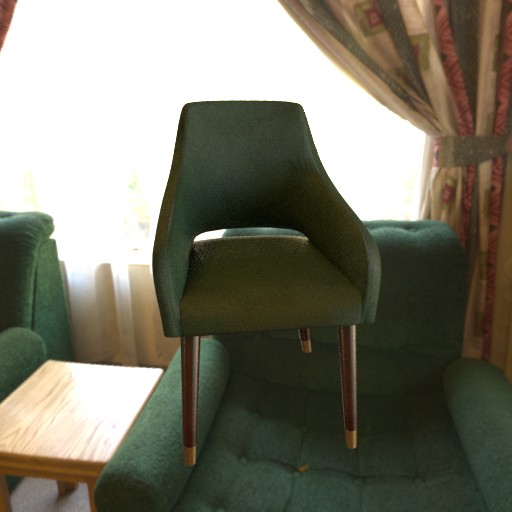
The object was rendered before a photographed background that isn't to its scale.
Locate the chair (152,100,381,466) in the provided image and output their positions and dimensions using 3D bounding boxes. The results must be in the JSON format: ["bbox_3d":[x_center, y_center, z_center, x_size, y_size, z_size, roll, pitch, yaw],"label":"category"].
[{"bbox_3d":[0.000,0.000,1.606,0.683,1.081,0.794,-3,19,-8],"label":"chair"}]
